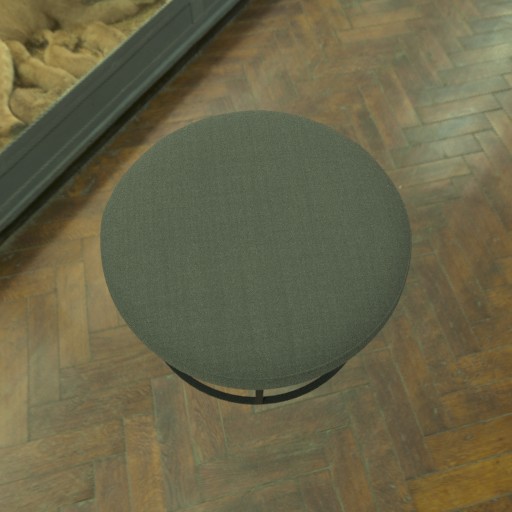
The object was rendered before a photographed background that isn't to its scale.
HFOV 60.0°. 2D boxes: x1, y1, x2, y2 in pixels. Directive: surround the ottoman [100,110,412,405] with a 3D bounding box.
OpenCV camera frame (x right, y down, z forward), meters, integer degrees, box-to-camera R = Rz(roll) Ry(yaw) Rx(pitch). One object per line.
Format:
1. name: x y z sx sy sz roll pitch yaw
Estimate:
1. ottoman: 0.000 0.000 1.243 0.772 0.460 0.772 0 63 0
